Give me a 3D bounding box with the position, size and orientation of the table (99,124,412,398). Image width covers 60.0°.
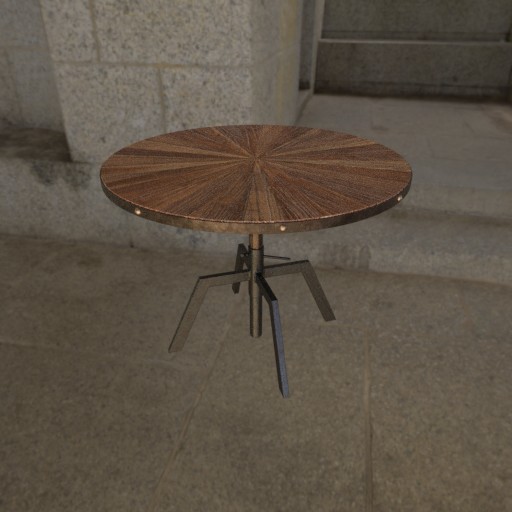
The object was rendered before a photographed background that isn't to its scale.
[{"bbox_3d":[0.000,0.000,1.470,0.885,0.658,0.885,0,29,0],"label":"table"}]
